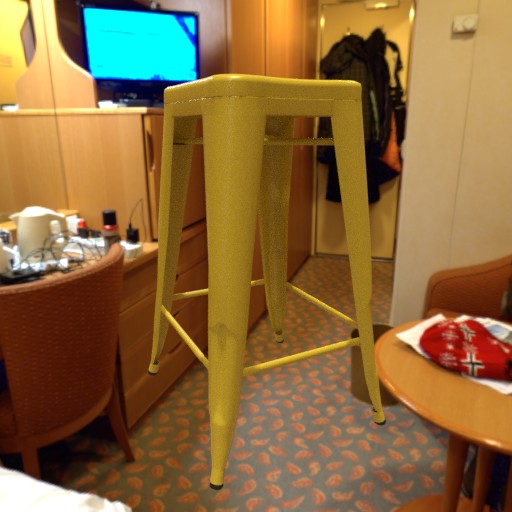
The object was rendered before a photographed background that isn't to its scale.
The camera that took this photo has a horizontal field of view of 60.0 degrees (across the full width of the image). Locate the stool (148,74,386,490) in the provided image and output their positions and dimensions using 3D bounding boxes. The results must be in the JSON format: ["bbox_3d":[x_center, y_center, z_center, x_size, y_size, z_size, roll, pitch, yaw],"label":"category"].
[{"bbox_3d":[0.000,0.000,0.842,0.359,0.609,0.399,-8,18,-27],"label":"stool"}]
